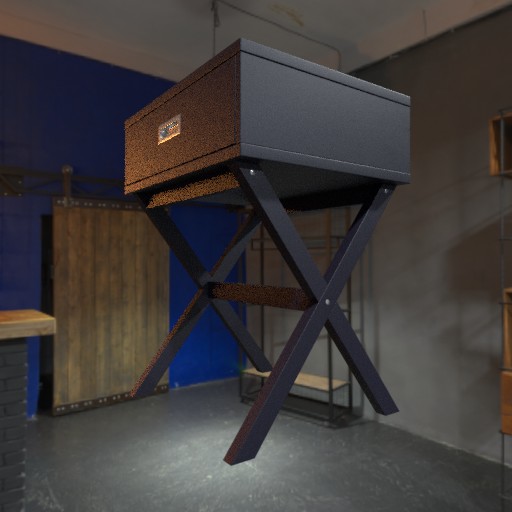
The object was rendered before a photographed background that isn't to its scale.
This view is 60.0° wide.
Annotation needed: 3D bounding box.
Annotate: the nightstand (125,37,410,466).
[{"bbox_3d":[0.000,0.000,0.943,0.402,0.623,0.479,0,0,-36],"label":"nightstand"}]
